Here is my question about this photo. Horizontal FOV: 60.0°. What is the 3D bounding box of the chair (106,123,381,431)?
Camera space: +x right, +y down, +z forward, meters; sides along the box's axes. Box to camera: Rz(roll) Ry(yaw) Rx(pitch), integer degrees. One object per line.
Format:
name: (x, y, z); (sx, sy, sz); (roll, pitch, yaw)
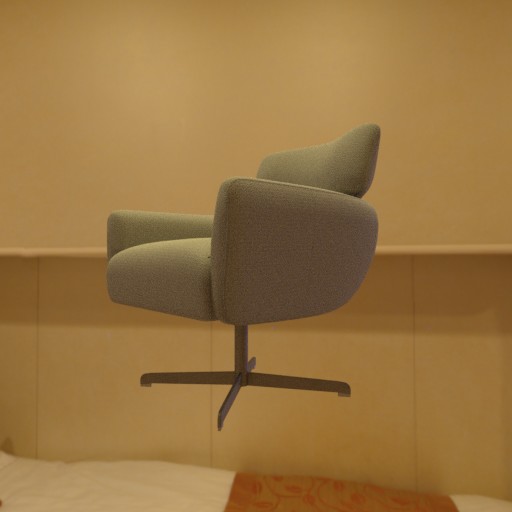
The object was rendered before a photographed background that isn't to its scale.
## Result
chair: (0.000, 0.000, 1.365); (0.730, 0.810, 0.760); (1, -1, -36)
